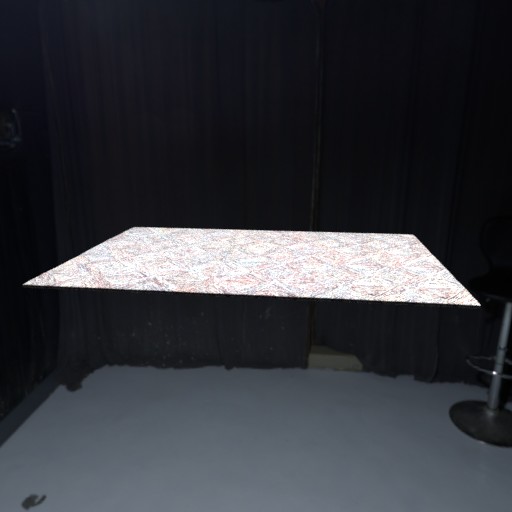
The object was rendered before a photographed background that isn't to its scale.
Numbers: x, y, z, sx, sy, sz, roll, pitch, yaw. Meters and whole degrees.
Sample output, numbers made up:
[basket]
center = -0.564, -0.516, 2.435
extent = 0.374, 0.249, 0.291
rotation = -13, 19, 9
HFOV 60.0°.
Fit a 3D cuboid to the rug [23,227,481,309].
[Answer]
[rug]
center = 0.000, 0.000, 2.214
extent = 1.761, 0.014, 1.143
rotation = 2, 16, 7
